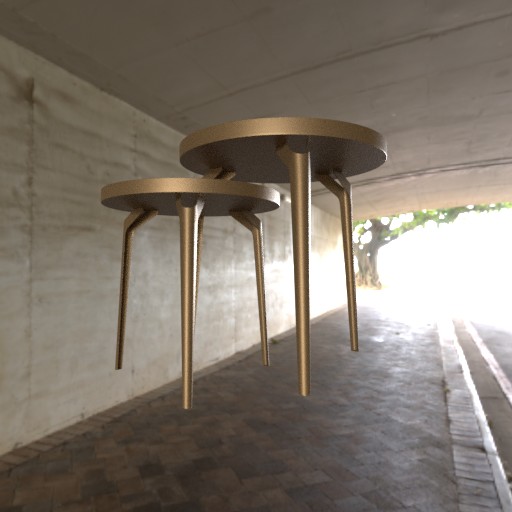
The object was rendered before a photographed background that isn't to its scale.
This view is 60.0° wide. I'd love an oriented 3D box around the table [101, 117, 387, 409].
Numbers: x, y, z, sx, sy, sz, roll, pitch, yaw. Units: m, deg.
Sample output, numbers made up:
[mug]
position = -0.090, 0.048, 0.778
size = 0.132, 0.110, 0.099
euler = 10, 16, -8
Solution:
[table]
position = 0.000, 0.000, 1.111
size = 0.751, 0.555, 0.532
euler = 1, -2, -36
